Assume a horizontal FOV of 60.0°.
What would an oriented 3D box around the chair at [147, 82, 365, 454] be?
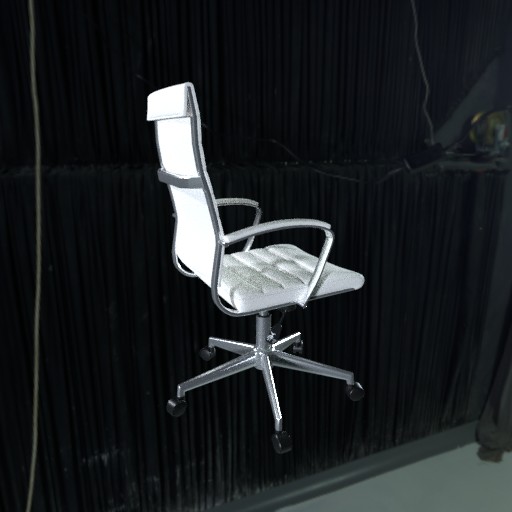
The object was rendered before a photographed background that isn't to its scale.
[{"bbox_3d":[0.000,0.000,1.661,0.739,1.149,0.766,-7,17,-25],"label":"chair"}]
